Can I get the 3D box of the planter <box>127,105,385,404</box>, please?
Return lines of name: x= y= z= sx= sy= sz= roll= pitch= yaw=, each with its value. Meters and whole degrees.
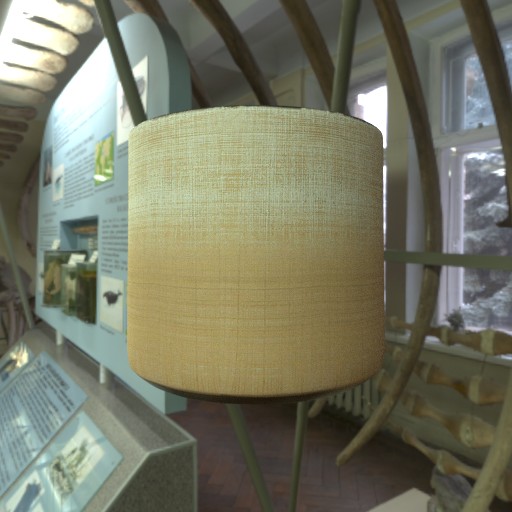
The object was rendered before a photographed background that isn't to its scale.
planter: x=0.000 y=0.000 z=0.394 sx=0.221 sy=0.201 sz=0.221 roll=0 pitch=1 yaw=0
